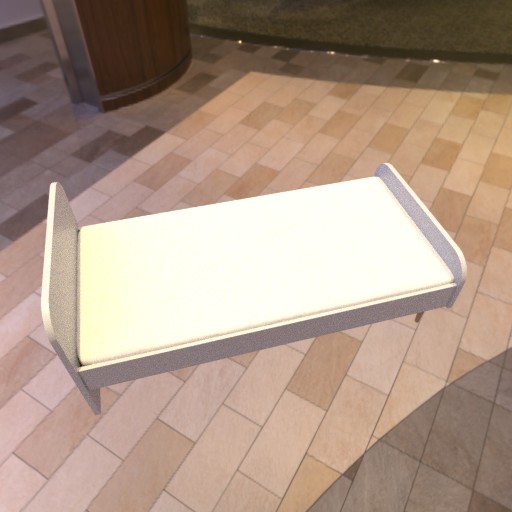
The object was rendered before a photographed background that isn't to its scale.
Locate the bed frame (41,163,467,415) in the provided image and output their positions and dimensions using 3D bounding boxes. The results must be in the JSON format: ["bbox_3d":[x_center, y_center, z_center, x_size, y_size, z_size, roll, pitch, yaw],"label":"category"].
[{"bbox_3d":[0.000,0.000,2.467,1.963,0.805,0.998,-11,48,-10],"label":"bed frame"}]
